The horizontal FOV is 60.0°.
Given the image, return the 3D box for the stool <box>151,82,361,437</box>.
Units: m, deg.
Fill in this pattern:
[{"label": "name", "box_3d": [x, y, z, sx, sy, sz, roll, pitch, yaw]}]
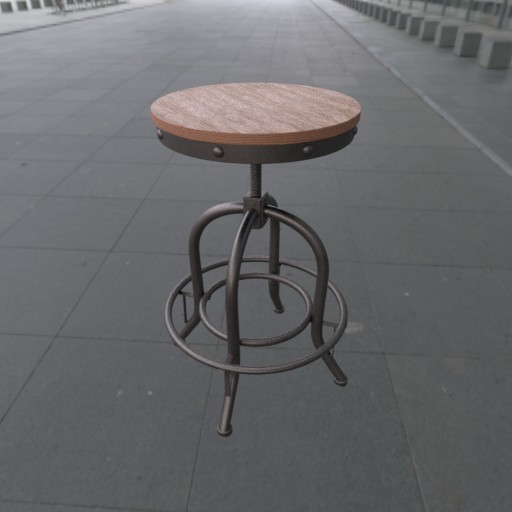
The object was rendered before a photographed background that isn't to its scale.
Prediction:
[{"label": "stool", "box_3d": [0.000, 0.000, 0.910, 0.439, 0.609, 0.439, 10, 33, 15]}]
